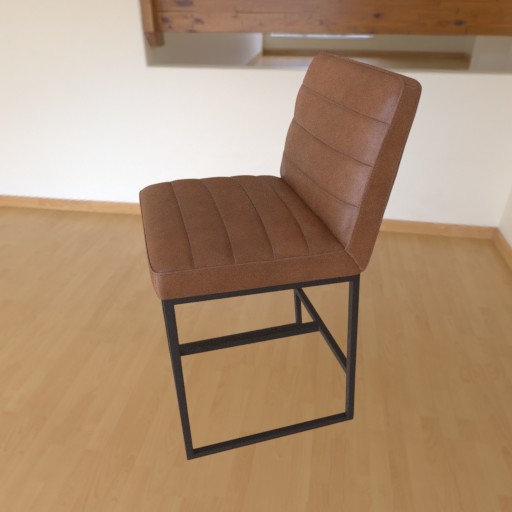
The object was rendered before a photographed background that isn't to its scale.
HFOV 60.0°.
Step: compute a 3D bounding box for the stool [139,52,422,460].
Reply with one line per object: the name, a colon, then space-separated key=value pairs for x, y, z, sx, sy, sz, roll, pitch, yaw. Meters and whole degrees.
stool: x=0.000 y=0.000 z=1.178 sx=0.556 sy=0.940 sz=0.458 roll=-8 pitch=32 yaw=-13
